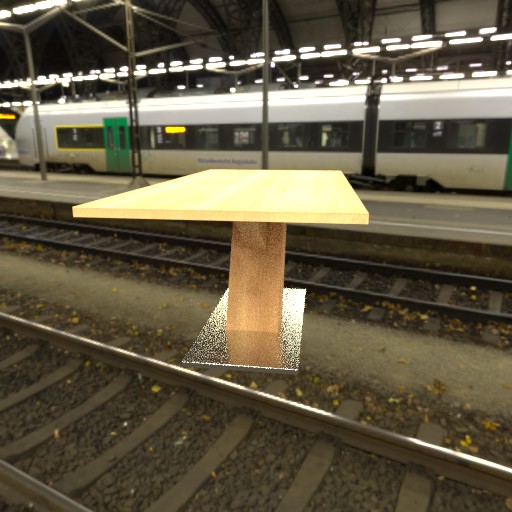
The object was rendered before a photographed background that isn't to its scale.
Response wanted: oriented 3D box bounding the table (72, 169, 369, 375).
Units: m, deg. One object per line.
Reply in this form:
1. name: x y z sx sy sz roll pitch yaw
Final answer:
1. table: 0.000 0.000 2.274 0.900 0.750 1.800 2 15 8
